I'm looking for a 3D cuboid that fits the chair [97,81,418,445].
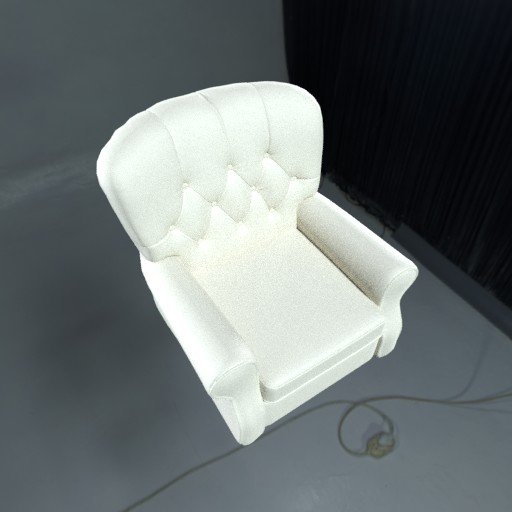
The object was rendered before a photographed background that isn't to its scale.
[{"bbox_3d":[0.000,0.000,1.999,1.035,1.169,1.132,-25,51,-22],"label":"chair"}]
